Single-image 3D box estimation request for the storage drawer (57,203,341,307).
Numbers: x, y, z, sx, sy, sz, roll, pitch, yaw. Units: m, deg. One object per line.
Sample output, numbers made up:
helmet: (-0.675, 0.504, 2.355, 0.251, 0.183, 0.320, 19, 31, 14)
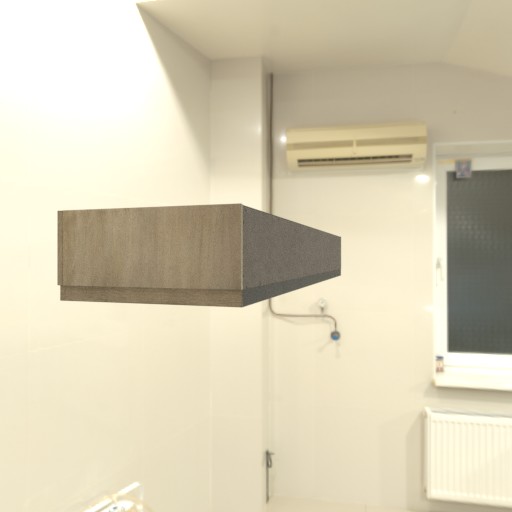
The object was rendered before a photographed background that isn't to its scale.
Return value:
storage drawer: (0.000, 0.000, 2.235, 0.591, 0.274, 2.072, 0, 0, 18)
